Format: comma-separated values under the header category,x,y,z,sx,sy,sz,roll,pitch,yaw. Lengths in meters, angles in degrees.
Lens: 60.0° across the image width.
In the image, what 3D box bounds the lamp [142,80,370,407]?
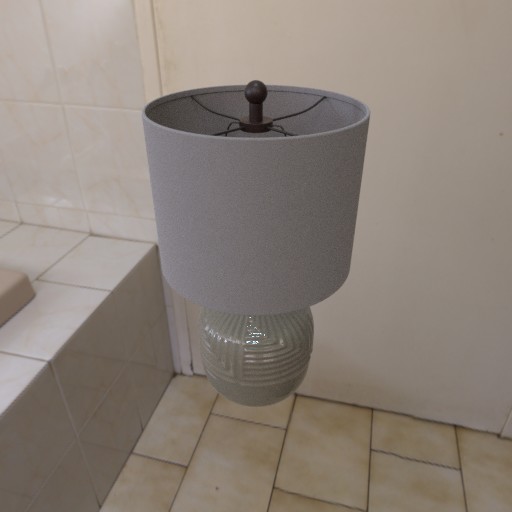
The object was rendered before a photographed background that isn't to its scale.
category,x,y,z,sx,sy,sz,roll,pitch,yaw
lamp,0.000,0.000,0.759,0.318,0.567,0.318,0,31,0
